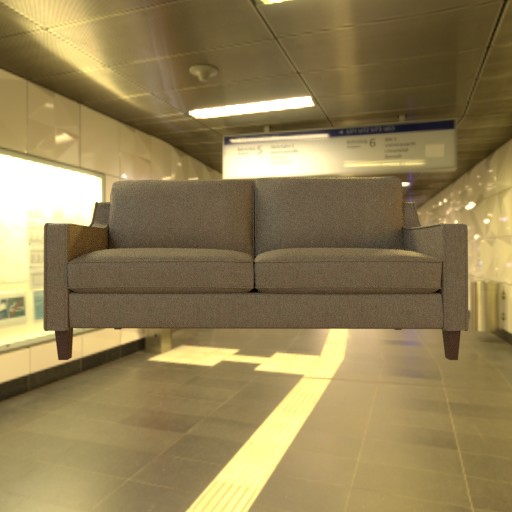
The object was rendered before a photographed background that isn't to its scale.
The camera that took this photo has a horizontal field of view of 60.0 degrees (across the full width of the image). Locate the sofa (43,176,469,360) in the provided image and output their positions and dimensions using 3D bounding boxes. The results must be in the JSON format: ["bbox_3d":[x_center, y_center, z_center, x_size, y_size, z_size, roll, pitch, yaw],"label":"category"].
[{"bbox_3d":[0.000,0.000,2.765,2.181,1.074,1.073,0,0,0],"label":"sofa"}]
